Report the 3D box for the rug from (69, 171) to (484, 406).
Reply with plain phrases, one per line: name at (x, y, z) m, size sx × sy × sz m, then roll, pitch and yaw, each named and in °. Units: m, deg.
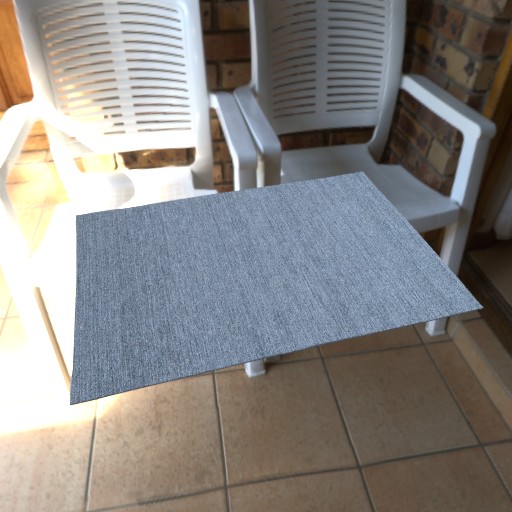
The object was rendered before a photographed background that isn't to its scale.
rug at (0.000, 0.000, 2.945) m, size 2.338 × 0.030 × 1.616 m, roll -10°, pitch 42°, yaw -12°
